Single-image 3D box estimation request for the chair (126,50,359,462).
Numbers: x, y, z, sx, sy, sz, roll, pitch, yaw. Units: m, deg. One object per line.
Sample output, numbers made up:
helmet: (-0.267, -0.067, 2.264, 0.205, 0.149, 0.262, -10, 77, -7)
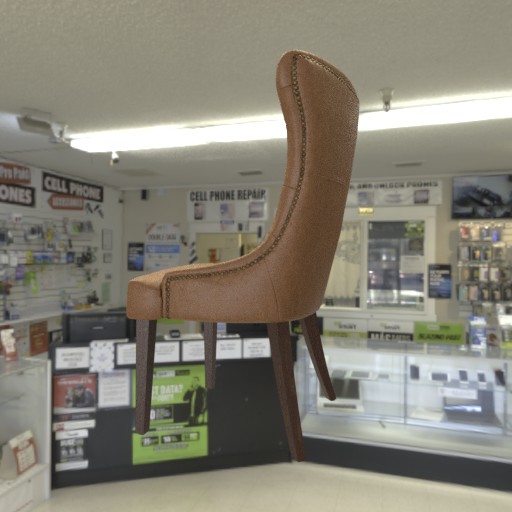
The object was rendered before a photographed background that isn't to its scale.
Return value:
chair: (0.000, 0.000, 1.465, 0.669, 1.065, 0.611, 0, 0, 19)
